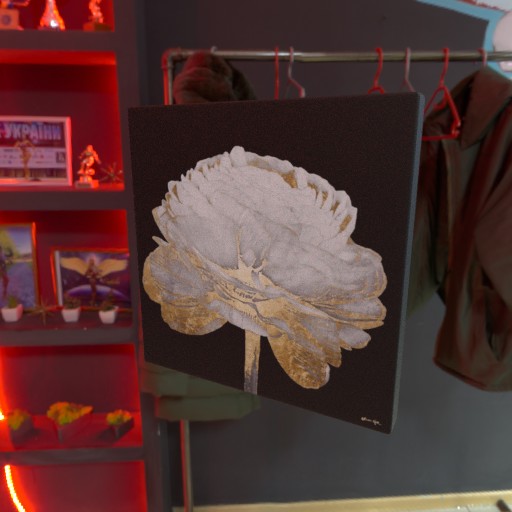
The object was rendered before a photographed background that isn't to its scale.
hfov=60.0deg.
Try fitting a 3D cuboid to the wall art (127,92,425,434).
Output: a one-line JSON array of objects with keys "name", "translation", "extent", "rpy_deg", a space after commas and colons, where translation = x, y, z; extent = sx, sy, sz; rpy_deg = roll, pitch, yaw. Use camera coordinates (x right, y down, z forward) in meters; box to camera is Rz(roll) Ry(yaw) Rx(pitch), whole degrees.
[{"name": "wall art", "translation": [0.000, 0.000, 0.616], "extent": [0.406, 0.407, 0.041], "rpy_deg": [8, 16, 28]}]
